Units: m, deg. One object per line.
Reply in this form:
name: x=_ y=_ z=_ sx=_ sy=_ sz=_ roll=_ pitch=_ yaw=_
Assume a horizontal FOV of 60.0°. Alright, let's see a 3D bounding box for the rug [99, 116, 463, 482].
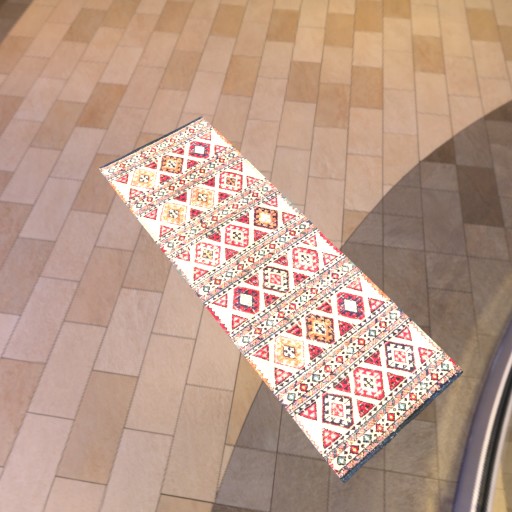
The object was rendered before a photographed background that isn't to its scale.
rug: x=0.000 y=0.000 z=2.587 sx=0.832 sy=0.008 sz=2.362 roll=-33 pitch=64 yaw=-19
